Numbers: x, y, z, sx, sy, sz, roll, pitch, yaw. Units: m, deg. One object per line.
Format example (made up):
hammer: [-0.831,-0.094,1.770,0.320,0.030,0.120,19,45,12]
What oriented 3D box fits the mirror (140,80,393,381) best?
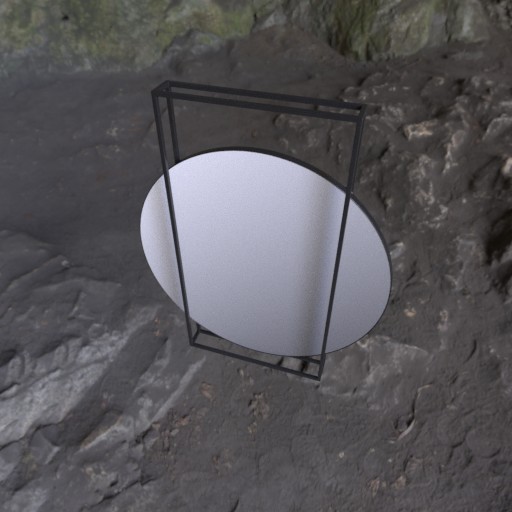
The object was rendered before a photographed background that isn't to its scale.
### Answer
mirror: [0.000,0.000,0.838,0.508,0.603,0.051,12,42,14]
